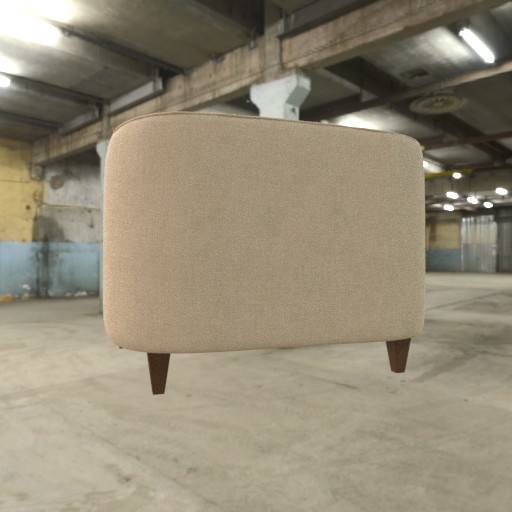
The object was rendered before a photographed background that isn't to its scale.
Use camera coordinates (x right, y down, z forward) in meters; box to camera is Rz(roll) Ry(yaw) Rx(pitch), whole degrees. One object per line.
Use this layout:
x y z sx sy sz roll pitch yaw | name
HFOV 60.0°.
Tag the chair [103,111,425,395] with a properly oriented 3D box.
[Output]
0.000 0.000 1.705 1.118 0.787 0.914 0 -1 -18 | chair
